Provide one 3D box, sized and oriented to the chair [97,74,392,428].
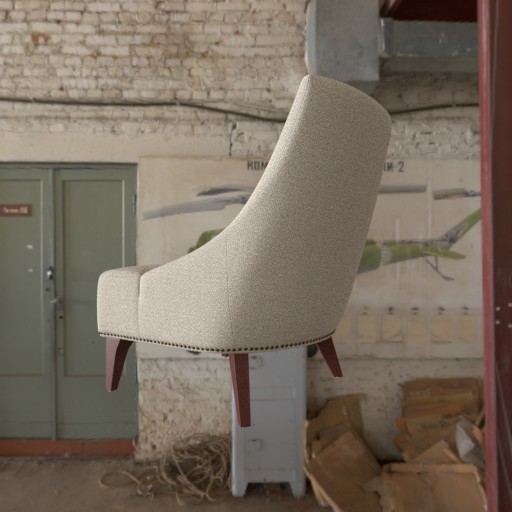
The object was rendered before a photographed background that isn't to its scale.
[{"bbox_3d":[0.000,0.000,1.516,0.861,0.909,0.701,0,0,35],"label":"chair"}]
